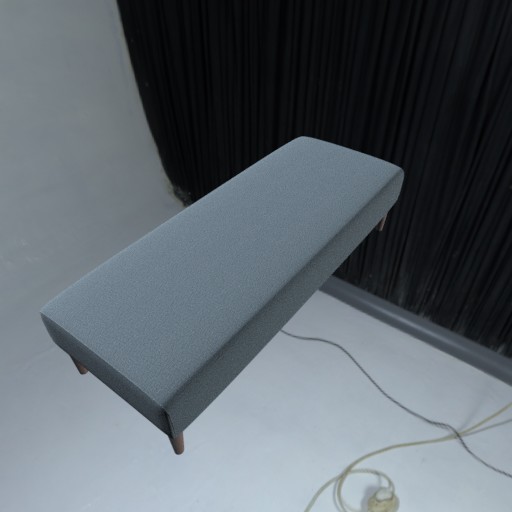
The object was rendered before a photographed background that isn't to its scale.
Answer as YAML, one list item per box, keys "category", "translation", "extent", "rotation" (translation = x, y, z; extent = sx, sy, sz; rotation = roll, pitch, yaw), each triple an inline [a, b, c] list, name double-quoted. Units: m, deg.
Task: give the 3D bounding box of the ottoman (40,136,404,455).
- category: "ottoman"
  translation: [0.000, 0.000, 1.911]
  extent: [0.646, 0.393, 1.609]
  rotation: [26, 47, 27]
